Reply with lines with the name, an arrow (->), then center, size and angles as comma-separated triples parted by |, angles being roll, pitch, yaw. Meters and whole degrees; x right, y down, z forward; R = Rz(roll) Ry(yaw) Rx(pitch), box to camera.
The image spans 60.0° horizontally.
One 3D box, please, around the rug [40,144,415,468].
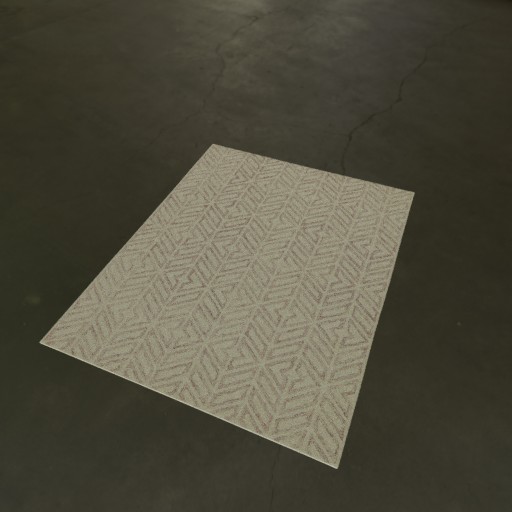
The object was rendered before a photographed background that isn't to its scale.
rug -> 0.000, 0.000, 4.128 | 2.421, 0.008, 3.045 | 17, 49, 15
